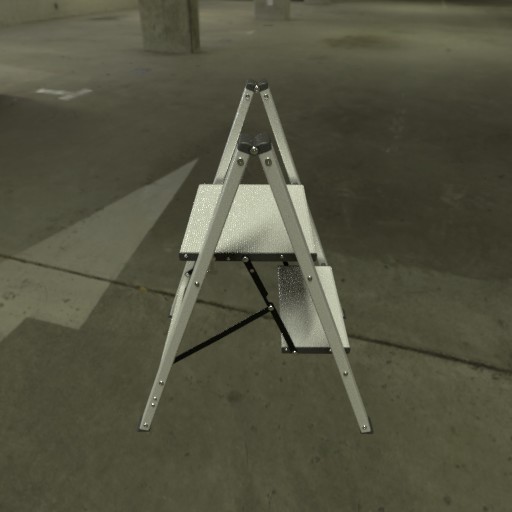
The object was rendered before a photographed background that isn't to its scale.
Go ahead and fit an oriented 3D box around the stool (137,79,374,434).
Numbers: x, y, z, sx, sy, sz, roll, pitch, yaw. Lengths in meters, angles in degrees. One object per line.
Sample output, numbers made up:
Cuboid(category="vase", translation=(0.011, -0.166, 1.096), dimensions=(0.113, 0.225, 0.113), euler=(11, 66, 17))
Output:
Cuboid(category="stool", translation=(0.000, 0.000, 0.999), dimensions=(0.535, 0.670, 0.440), euler=(0, 33, 1))
